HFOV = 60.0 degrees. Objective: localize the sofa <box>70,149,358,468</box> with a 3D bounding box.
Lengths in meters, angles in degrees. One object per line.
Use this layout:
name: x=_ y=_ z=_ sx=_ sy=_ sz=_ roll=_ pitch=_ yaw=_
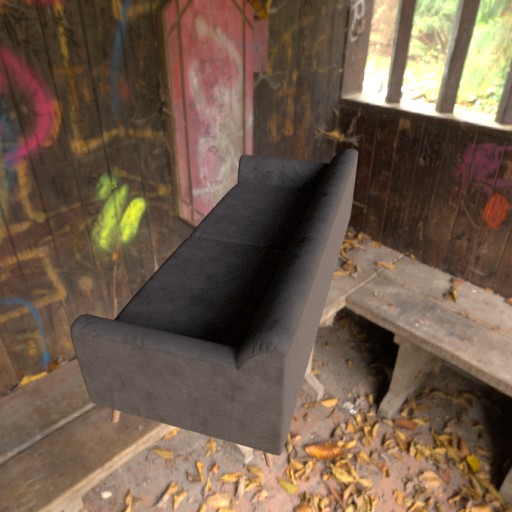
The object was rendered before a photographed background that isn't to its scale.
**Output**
sofa: x=0.000 y=0.000 z=2.641 sx=0.900 sy=0.740 sz=2.190 roll=9 pitch=33 yaw=15
